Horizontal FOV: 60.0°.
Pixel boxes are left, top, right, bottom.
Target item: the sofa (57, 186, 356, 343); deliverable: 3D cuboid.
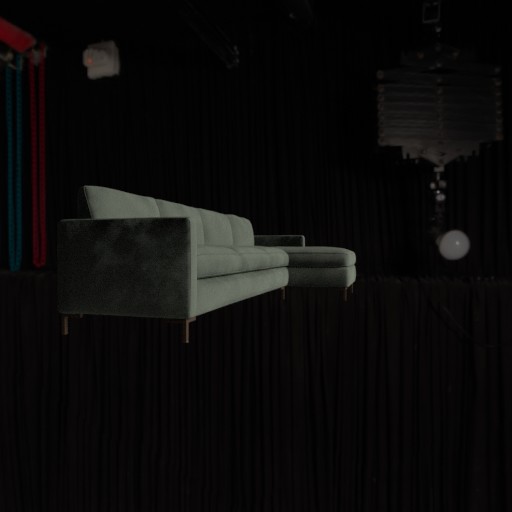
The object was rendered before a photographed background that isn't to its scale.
[{"bbox_3d":[0.000,0.000,3.289,1.255,0.756,2.725,0,1,17],"label":"sofa"}]
